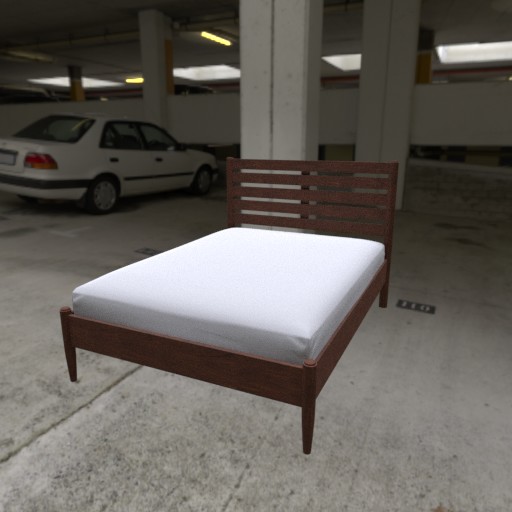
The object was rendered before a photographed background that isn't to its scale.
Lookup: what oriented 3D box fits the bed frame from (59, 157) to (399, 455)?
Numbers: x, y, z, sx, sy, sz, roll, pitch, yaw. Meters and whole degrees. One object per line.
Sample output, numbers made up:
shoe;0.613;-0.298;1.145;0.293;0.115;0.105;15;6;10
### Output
bed frame;0.000;0.000;3.312;1.655;1.321;2.234;7;17;24
